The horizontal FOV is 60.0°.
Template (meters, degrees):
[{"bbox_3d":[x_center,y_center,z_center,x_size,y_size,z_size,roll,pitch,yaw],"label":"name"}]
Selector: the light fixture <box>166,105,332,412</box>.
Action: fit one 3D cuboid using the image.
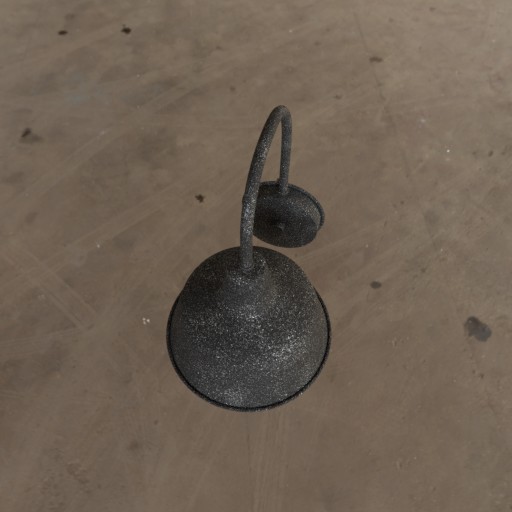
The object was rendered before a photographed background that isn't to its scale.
[{"bbox_3d":[0.000,0.000,0.497,0.216,0.300,0.283,14,58,9],"label":"light fixture"}]
